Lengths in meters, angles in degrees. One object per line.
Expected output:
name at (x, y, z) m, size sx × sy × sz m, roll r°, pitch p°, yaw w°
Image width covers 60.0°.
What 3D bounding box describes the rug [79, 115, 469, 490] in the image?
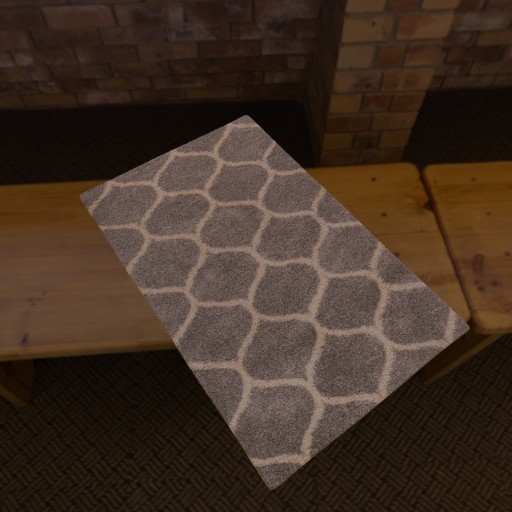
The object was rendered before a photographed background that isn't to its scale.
rug at (0.000, 0.000, 2.949) m, size 1.501 × 0.025 × 2.348 m, roll -31°, pitch 63°, yaw -18°
